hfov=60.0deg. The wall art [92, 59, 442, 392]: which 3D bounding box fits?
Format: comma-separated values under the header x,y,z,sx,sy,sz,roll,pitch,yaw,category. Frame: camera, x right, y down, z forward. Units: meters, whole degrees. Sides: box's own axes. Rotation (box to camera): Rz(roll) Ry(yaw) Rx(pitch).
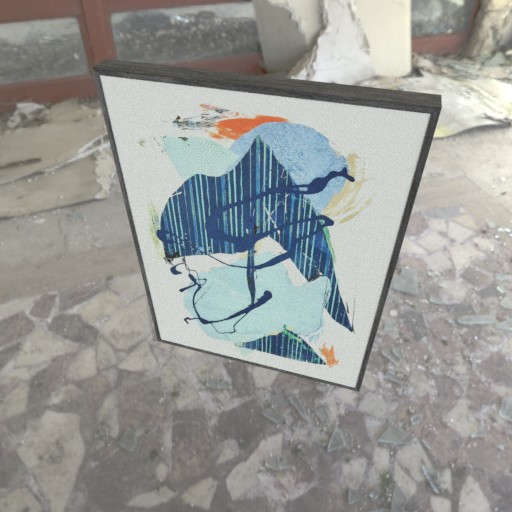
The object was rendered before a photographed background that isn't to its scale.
x,y,z,sx,sy,sz,roll,pitch,yaw,category
0.000,0.000,1.292,0.762,1.016,0.063,11,43,12,wall art
